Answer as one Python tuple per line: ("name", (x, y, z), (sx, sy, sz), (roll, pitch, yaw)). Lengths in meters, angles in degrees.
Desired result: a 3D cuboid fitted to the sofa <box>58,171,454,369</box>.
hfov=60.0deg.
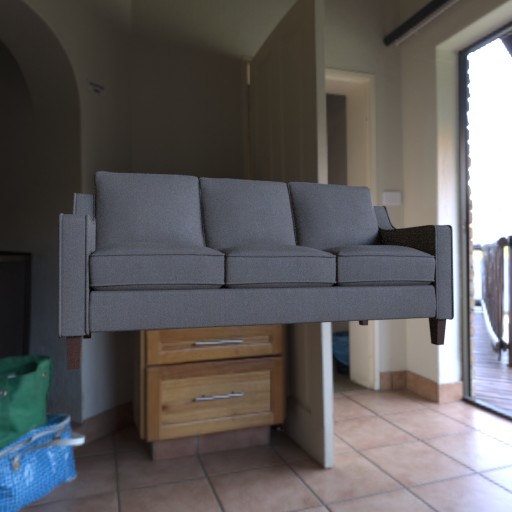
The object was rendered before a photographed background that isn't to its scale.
("sofa", (0.000, 0.000, 2.540), (1.986, 0.974, 0.911), (0, -1, -17))
